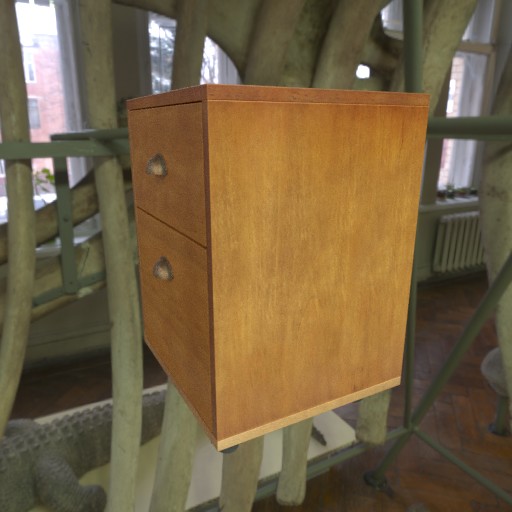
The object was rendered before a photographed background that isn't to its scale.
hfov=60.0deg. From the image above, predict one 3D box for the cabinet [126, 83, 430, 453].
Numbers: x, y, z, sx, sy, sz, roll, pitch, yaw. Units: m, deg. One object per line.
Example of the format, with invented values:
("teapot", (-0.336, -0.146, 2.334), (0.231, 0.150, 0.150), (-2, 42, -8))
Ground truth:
("cabinet", (0.000, 0.000, 0.857), (0.401, 0.579, 0.409), (-9, 18, -27))
